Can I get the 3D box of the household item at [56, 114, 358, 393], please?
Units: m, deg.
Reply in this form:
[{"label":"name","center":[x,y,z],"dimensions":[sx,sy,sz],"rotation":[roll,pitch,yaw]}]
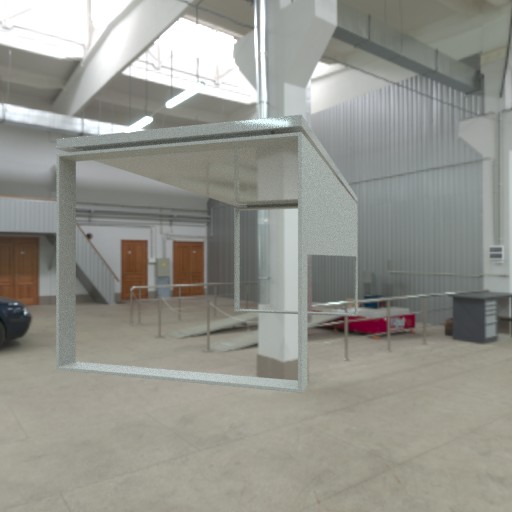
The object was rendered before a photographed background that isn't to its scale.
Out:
[{"label":"household item","center":[0.000,0.000,2.109],"dimensions":[0.800,0.745,1.700],"rotation":[0,0,18]}]
